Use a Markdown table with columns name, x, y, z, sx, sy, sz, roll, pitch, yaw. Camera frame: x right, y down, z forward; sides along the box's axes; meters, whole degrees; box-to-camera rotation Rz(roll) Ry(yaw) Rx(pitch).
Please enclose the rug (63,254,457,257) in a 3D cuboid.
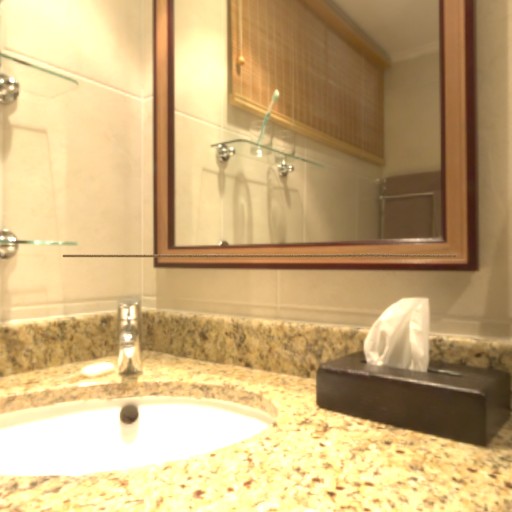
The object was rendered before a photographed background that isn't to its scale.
| name | x | y | z | sx | sy | sz | roll | pitch | yaw |
| --- | --- | --- | --- | --- | --- | --- | --- | --- | --- |
| rug | 0.000 | 0.000 | 2.286 | 1.232 | 0.015 | 1.825 | 0 | 0 | -1 |
